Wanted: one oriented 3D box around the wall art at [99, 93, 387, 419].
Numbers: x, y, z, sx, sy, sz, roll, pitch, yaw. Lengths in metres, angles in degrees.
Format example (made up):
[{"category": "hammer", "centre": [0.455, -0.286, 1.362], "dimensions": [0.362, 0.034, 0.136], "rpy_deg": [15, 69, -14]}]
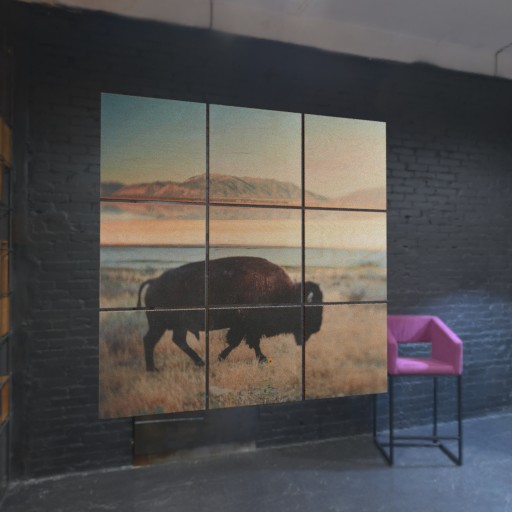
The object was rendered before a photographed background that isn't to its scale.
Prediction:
[{"category": "wall art", "centre": [0.000, 0.000, 1.363], "dimensions": [0.906, 0.904, 0.018], "rpy_deg": [0, -1, -17]}]
